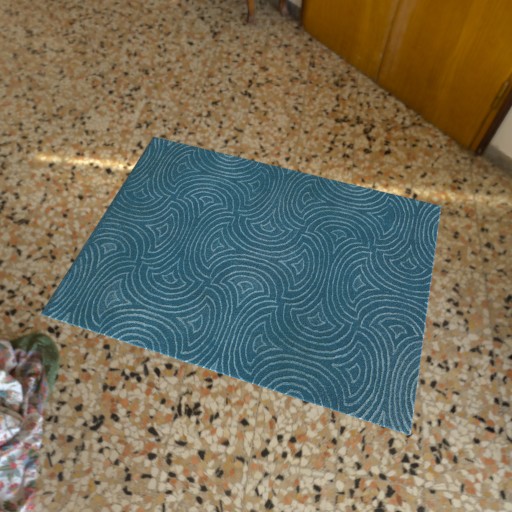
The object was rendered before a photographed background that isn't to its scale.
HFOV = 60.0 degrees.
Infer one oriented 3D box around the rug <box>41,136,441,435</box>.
[{"bbox_3d":[0.000,0.000,2.802,2.144,0.015,1.543,15,59,9],"label":"rug"}]
